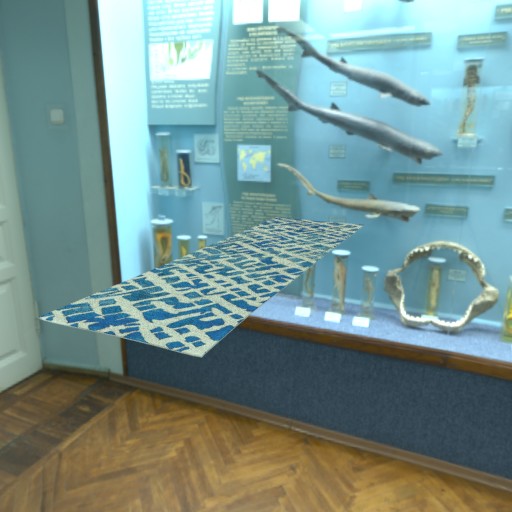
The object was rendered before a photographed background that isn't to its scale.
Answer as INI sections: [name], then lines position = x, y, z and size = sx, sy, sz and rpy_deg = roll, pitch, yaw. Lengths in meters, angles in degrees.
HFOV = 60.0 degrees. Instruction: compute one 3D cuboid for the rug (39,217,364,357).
[rug]
position = 0.000, 0.000, 2.677
size = 0.768, 0.011, 2.446
rpy_deg = 7, 17, 25
